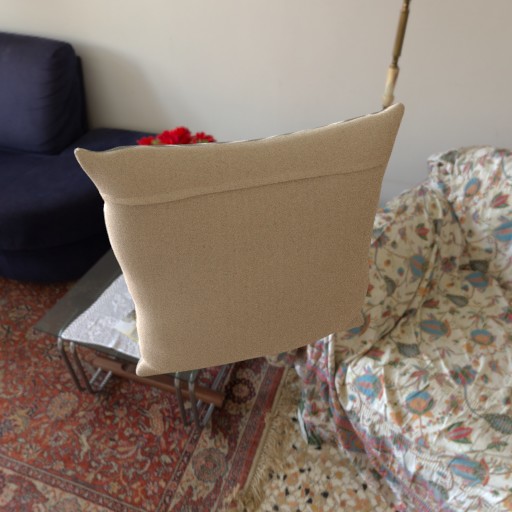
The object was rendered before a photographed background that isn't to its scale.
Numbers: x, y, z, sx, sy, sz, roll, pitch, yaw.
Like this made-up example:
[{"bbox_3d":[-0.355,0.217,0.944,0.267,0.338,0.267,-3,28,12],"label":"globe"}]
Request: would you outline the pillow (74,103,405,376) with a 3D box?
[{"bbox_3d":[0.000,0.000,0.693,0.440,0.441,0.182,-11,41,-13],"label":"pillow"}]
